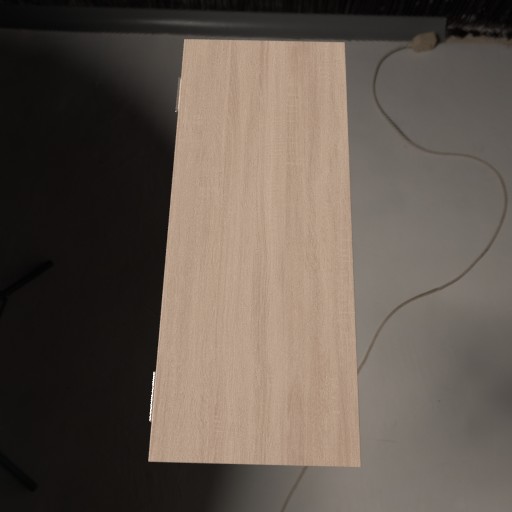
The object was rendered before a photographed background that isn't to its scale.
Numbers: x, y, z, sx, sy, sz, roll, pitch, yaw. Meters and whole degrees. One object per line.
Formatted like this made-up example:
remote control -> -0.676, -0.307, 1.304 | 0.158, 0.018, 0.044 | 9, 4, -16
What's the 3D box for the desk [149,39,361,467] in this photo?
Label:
desk -> 0.000, 0.000, 1.741 | 0.600, 0.740, 1.390 | 1, 74, 0
